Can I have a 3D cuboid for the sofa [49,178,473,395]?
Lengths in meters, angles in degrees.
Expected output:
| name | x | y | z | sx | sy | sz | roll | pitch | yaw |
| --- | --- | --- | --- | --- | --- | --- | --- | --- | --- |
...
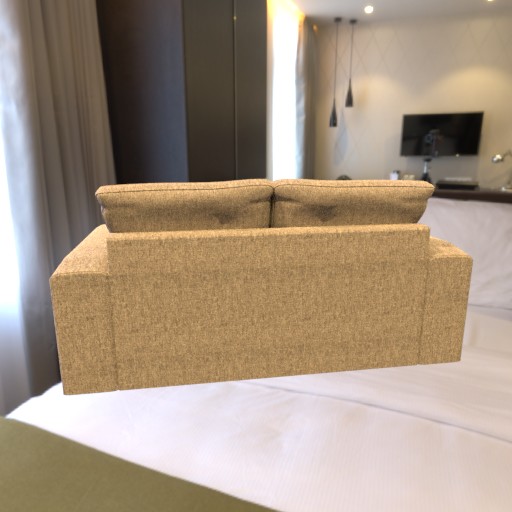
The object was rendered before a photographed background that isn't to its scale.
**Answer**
| name | x | y | z | sx | sy | sz | roll | pitch | yaw |
| --- | --- | --- | --- | --- | --- | --- | --- | --- | --- |
| sofa | 0.000 | 0.000 | 2.345 | 1.758 | 0.877 | 1.094 | -2 | 15 | -9 |
